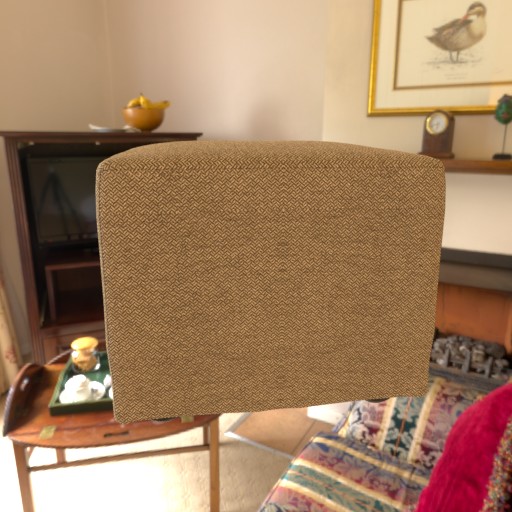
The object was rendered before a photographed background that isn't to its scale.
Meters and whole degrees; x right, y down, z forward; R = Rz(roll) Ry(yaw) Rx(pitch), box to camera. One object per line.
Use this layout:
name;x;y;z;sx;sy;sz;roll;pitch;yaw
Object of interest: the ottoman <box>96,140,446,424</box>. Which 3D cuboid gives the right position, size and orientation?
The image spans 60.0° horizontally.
ottoman;0.000;0.000;0.898;0.519;0.453;0.512;-2;14;-8
